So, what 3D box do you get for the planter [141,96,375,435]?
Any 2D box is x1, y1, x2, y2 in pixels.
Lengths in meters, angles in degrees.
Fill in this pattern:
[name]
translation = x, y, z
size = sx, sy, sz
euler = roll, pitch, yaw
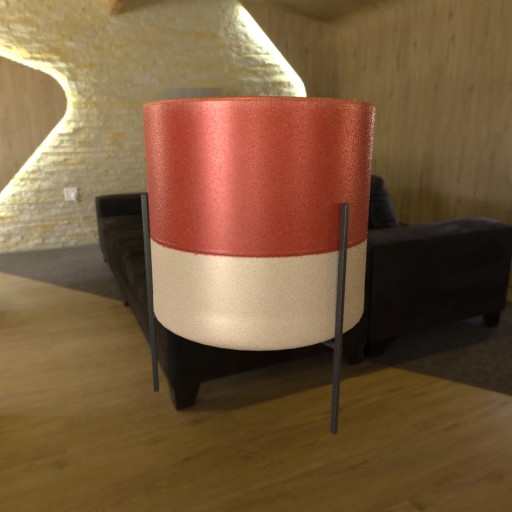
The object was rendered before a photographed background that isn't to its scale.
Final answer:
[planter]
translation = 0.000, 0.000, 0.727
size = 0.354, 0.465, 0.345
euler = -2, 15, -8
